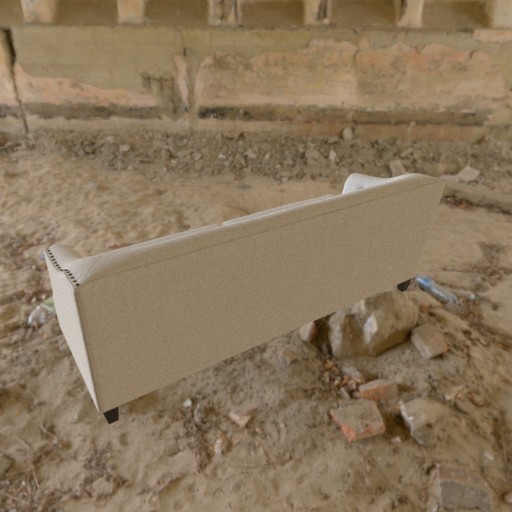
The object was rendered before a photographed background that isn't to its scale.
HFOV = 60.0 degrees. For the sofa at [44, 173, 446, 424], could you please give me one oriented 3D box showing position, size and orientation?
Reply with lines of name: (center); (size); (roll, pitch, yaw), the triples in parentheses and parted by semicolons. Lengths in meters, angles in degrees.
sofa: (0.000, 0.000, 2.707); (2.235, 0.901, 0.914); (-18, 33, -29)
